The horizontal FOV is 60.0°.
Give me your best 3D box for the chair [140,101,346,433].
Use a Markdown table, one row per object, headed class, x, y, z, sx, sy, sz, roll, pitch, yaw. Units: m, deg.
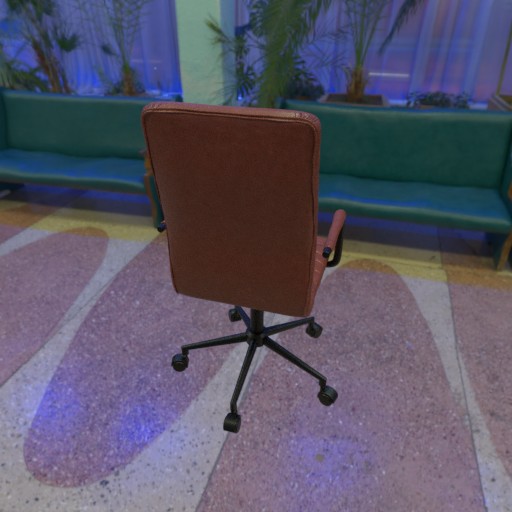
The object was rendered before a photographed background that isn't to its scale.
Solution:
| class | x | y | z | sx | sy | sz | roll | pitch | yaw |
| --- | --- | --- | --- | --- | --- | --- | --- | --- | --- |
| chair | 0.000 | 0.000 | 1.364 | 0.608 | 0.979 | 0.580 | 9 | 32 | 15 |
